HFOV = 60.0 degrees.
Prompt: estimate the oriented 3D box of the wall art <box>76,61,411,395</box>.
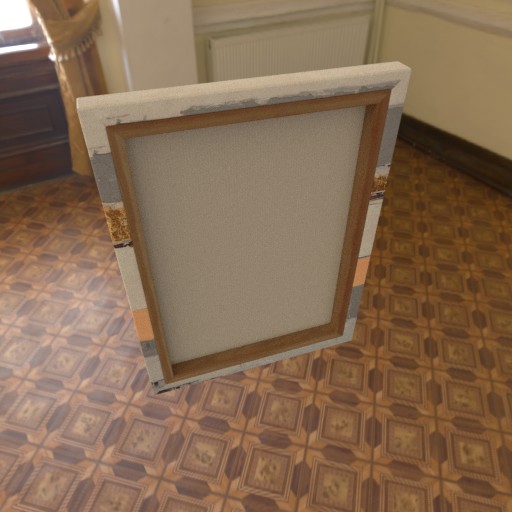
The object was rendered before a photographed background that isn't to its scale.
[{"bbox_3d":[0.000,0.000,0.786,0.456,0.609,0.038,-12,42,-14],"label":"wall art"}]
